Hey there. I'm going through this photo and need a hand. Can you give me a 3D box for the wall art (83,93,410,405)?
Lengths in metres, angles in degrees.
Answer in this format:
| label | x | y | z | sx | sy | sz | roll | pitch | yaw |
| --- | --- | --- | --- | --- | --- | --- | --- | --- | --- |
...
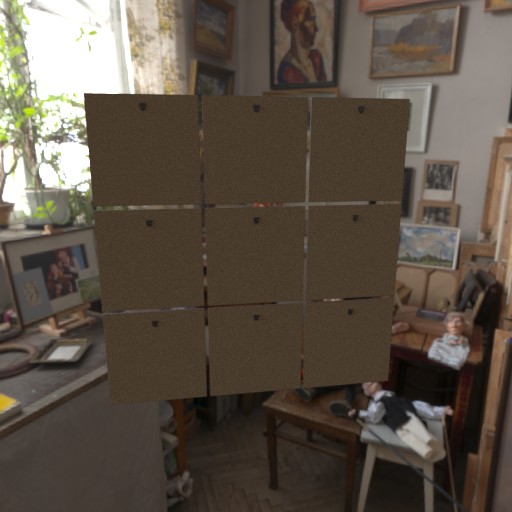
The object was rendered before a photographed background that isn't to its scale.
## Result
| label | x | y | z | sx | sy | sz | roll | pitch | yaw |
| --- | --- | --- | --- | --- | --- | --- | --- | --- | --- |
| wall art | 0.000 | 0.000 | 2.245 | 1.533 | 1.532 | 0.019 | -2 | 14 | -9 |
